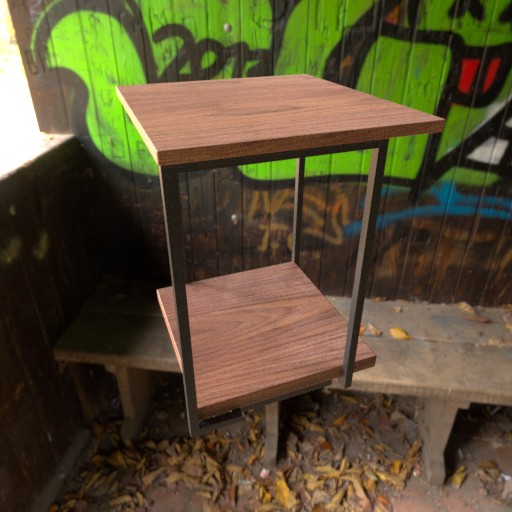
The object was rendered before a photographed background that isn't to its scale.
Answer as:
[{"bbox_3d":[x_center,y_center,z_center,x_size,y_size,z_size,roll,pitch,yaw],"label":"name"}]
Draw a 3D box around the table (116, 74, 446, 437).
[{"bbox_3d":[0.000,0.000,0.837,0.384,0.567,0.411,-11,32,-18],"label":"table"}]
